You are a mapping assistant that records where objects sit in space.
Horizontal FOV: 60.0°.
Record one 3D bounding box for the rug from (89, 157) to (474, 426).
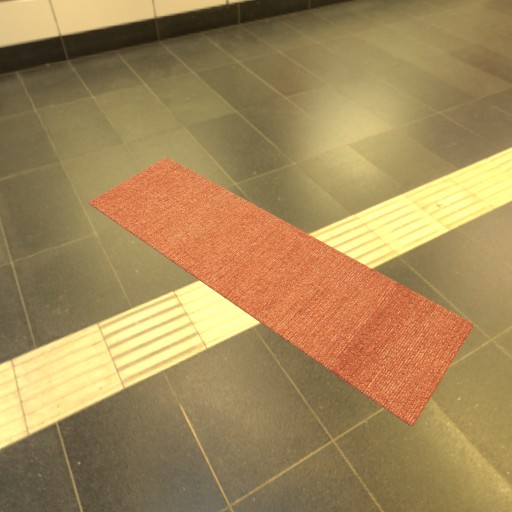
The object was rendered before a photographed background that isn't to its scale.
[{"bbox_3d":[0.000,0.000,2.570,2.307,0.012,0.687,31,54,26],"label":"rug"}]
